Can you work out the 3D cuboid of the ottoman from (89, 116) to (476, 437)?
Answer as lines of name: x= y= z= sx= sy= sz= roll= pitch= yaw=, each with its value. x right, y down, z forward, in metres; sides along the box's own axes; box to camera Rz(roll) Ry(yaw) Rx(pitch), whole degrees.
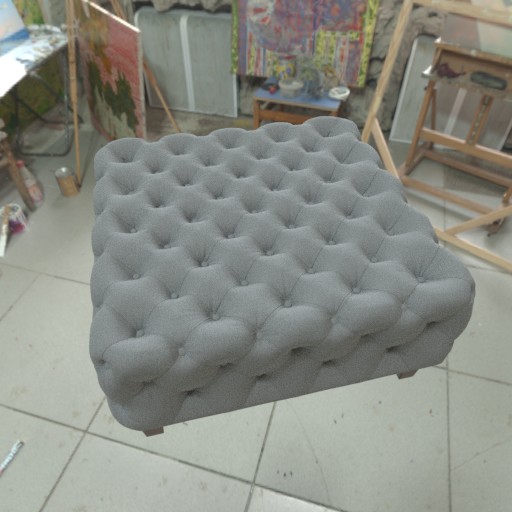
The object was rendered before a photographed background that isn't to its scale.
ottoman: x=0.000 y=0.000 z=1.374 sx=0.917 sy=0.439 sz=0.911 roll=-10 pitch=46 yaw=-9
